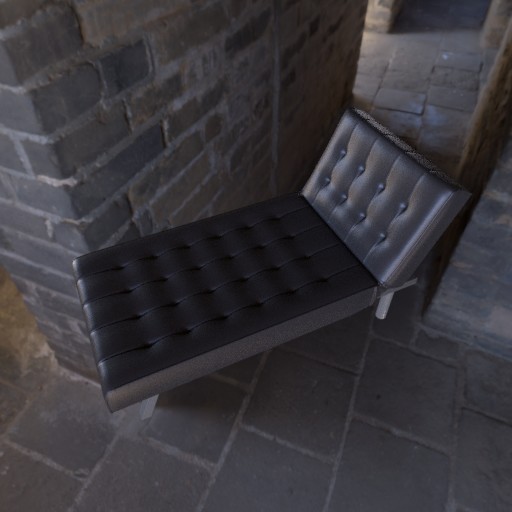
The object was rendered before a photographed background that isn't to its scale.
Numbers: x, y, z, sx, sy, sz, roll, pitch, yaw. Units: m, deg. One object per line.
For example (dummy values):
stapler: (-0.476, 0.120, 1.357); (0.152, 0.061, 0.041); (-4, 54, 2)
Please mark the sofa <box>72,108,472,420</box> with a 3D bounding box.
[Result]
sofa: (0.000, 0.000, 2.009); (1.560, 0.820, 0.760); (-19, 48, -17)
